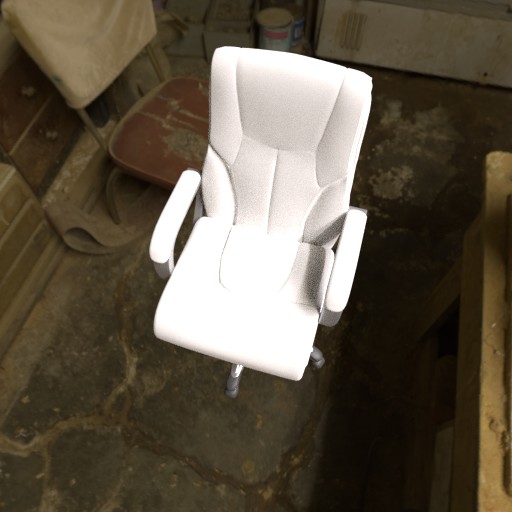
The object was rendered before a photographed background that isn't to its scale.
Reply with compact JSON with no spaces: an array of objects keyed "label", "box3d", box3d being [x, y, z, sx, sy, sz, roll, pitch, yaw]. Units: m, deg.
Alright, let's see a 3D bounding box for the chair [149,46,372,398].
[{"label":"chair","box3d":[0.000,0.000,1.563,0.687,1.120,0.738,15,59,9]}]
